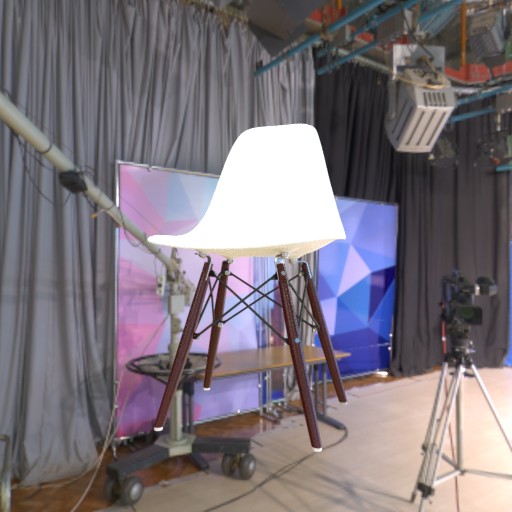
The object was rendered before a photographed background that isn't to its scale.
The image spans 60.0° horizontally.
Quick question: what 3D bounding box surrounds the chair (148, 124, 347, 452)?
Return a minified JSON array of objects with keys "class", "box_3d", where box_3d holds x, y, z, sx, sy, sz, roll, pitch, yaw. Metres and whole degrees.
[{"class":"chair","box_3d":[0.000,0.000,1.166,0.470,0.826,0.533,0,0,17]}]
